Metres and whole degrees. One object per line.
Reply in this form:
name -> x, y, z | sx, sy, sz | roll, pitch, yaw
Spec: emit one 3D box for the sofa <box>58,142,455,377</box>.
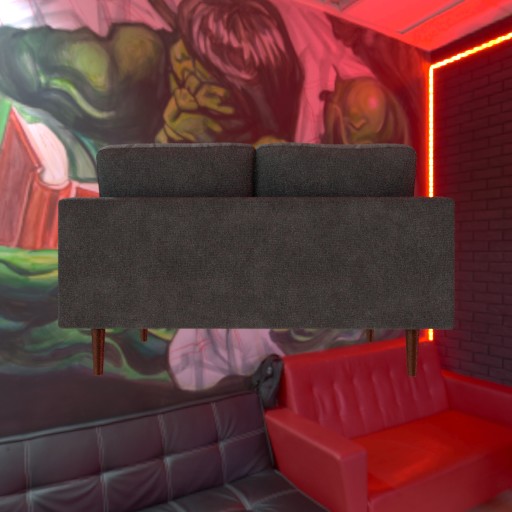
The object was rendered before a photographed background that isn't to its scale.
sofa -> 0.000, 0.000, 2.157 | 1.582, 0.956, 0.903 | 0, 0, 1
